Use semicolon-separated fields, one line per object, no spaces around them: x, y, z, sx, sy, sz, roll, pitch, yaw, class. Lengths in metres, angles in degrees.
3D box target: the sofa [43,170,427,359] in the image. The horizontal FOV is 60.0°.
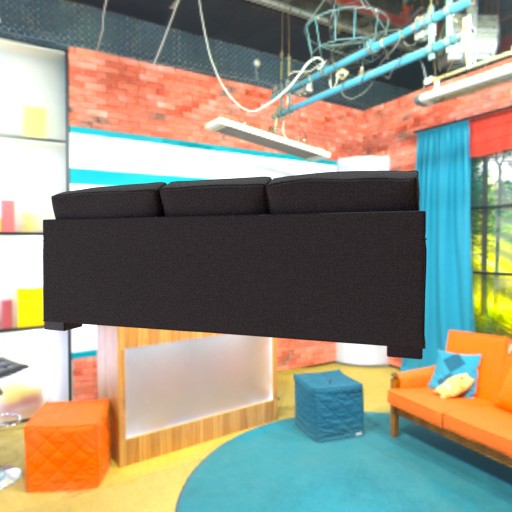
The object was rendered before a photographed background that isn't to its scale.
0.000;0.000;3.363;2.370;0.973;1.790;1;2;19;sofa
